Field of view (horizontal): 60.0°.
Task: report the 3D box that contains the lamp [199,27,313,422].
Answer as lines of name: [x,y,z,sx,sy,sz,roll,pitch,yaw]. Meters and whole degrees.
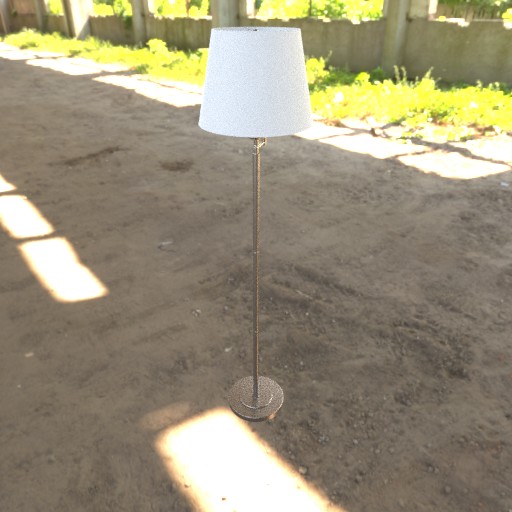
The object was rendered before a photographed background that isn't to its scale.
lamp: [0.000,0.000,1.613,0.355,1.473,0.355,0,29,0]
